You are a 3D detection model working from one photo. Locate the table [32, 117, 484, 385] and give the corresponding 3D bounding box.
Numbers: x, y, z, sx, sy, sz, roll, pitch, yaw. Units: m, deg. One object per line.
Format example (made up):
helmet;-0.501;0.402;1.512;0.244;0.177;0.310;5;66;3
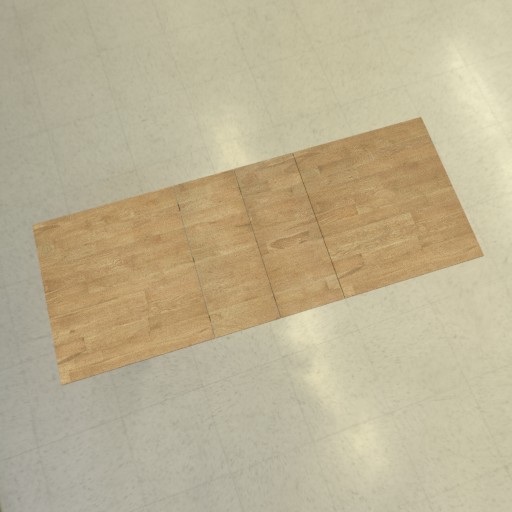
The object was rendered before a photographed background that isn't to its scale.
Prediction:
table;0.000;0.000;3.089;2.603;0.752;1.000;-16;76;-4
